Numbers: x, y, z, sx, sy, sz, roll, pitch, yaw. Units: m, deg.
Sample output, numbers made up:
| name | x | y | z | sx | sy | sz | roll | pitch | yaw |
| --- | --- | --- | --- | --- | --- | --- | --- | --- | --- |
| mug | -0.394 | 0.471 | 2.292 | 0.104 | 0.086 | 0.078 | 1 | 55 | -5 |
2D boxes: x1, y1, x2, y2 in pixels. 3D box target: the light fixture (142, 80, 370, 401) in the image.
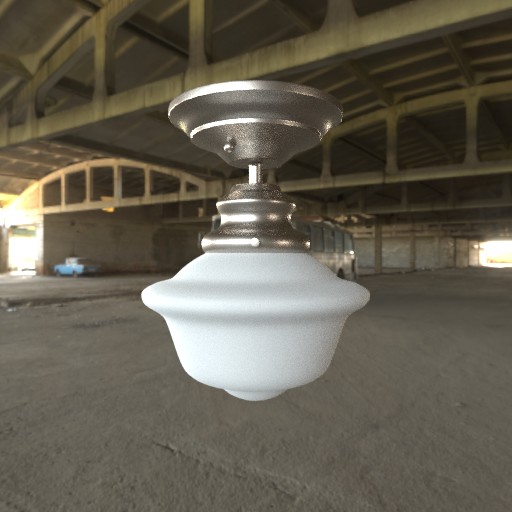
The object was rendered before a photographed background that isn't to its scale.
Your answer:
| name | x | y | z | sx | sy | sz | roll | pitch | yaw |
| --- | --- | --- | --- | --- | --- | --- | --- | --- | --- |
| light fixture | 0.000 | 0.000 | 0.395 | 0.199 | 0.254 | 0.199 | 0 | 0 | 0 |
